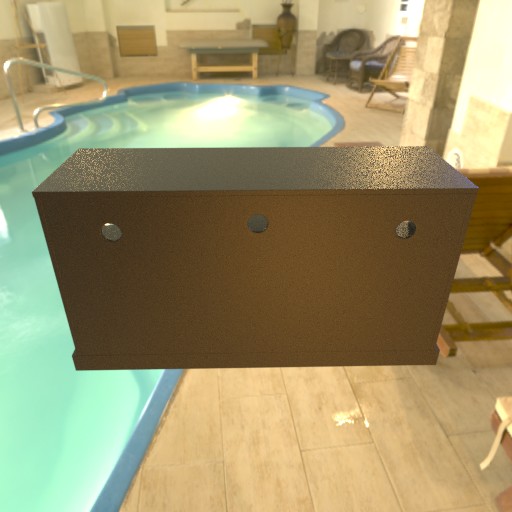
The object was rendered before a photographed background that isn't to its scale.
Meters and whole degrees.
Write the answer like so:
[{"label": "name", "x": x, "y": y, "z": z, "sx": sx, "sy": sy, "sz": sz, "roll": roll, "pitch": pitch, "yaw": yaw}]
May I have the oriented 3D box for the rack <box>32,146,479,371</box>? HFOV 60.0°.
[{"label": "rack", "x": 0.000, "y": 0.000, "z": 1.496, "sx": 1.206, "sy": 0.635, "sz": 0.399, "roll": -1, "pitch": 30, "yaw": -1}]
